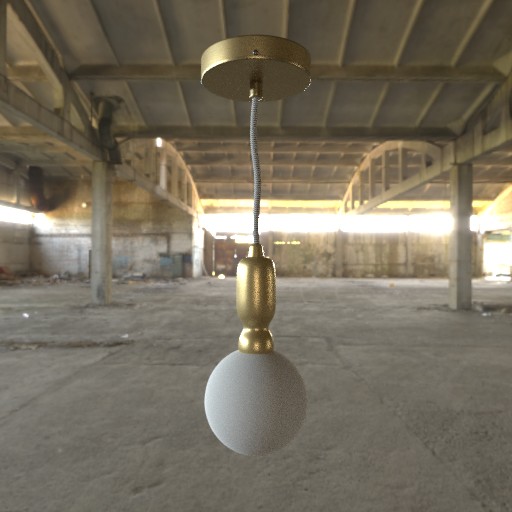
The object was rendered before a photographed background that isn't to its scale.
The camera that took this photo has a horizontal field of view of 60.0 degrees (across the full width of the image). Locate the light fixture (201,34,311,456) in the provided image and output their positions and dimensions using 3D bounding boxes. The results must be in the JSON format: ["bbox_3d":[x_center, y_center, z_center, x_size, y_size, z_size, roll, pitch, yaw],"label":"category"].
[{"bbox_3d":[0.000,0.000,0.579,0.147,0.510,0.146,0,-1,1],"label":"light fixture"}]
